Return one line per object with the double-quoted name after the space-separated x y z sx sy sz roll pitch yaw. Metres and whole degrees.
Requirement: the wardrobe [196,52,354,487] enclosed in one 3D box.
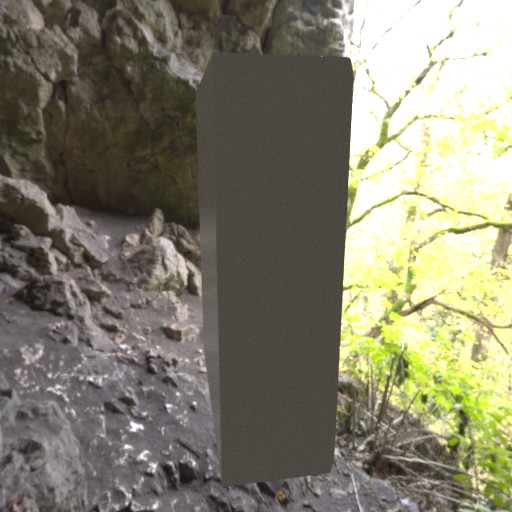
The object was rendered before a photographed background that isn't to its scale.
0.000 0.000 1.616 0.360 1.200 0.900 -3 15 -10 "wardrobe"
